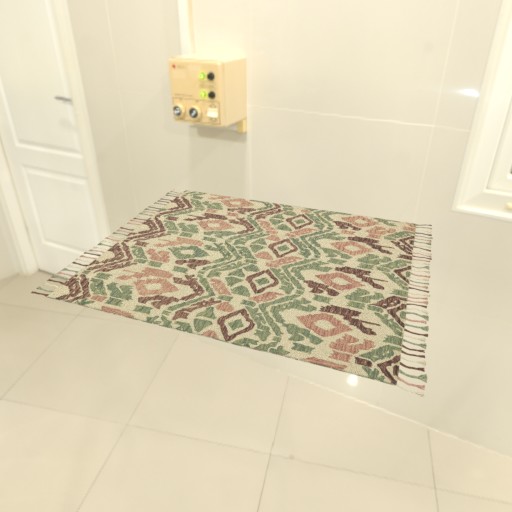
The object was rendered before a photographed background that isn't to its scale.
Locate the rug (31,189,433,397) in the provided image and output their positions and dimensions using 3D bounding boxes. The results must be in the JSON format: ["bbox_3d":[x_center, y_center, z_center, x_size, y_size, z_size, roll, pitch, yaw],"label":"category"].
[{"bbox_3d":[0.000,0.000,4.077,3.048,0.010,2.438,10,32,17],"label":"rug"}]
